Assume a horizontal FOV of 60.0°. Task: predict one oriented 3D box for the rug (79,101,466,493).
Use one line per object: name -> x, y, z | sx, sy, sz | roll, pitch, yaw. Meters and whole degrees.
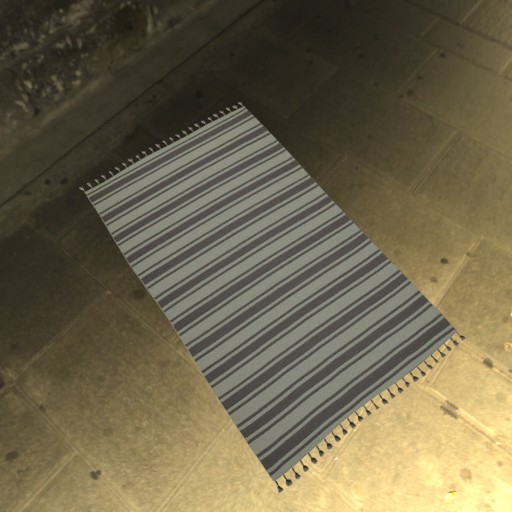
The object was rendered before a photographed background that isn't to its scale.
rug -> 0.000, 0.000, 2.540 | 1.229, 0.011, 2.096 | -33, 68, -15
